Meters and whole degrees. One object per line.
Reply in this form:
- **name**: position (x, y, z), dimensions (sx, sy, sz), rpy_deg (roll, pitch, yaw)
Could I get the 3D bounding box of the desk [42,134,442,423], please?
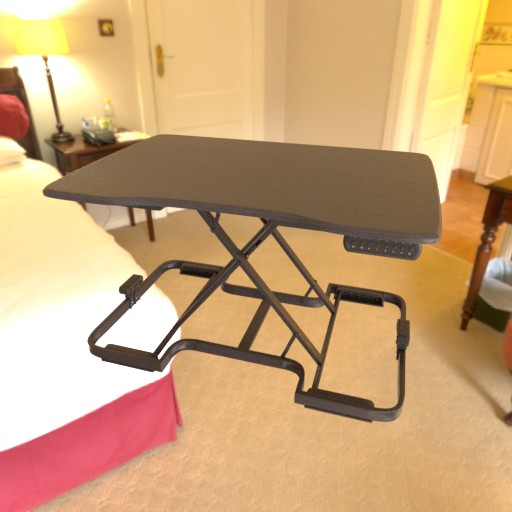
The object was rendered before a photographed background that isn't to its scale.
- **desk**: position (0.000, 0.000, 1.163), dimensions (0.820, 0.470, 0.546), rpy_deg (8, 29, 15)
